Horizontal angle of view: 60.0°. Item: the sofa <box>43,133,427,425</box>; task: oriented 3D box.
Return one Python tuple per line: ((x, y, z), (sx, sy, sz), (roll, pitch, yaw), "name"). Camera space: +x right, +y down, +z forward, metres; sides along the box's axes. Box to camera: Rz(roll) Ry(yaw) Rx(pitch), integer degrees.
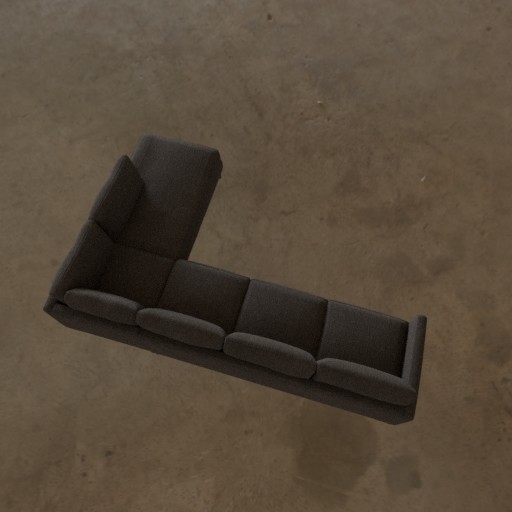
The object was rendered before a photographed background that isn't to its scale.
((0.000, 0.000, 3.854), (2.949, 0.815, 2.007), (15, 66, 7), "sofa")
